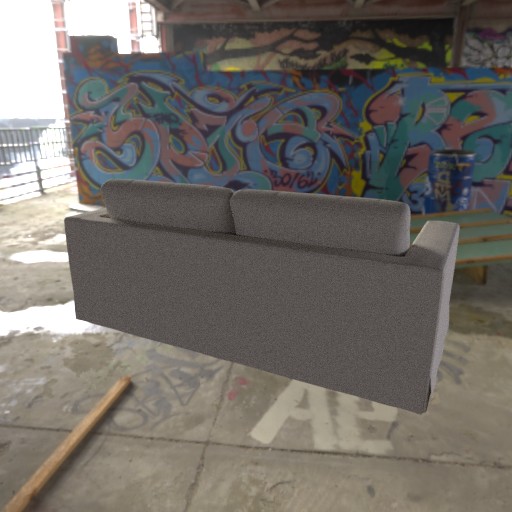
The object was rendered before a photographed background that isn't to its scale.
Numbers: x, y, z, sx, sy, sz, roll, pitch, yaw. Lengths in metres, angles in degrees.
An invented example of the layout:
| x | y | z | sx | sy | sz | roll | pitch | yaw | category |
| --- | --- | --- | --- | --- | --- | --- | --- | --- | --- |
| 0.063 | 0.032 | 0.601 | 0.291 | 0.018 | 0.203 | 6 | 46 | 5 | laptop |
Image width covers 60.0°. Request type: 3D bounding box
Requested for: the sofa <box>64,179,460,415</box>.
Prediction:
| x | y | z | sx | sy | sz | roll | pitch | yaw | category |
| --- | --- | --- | --- | --- | --- | --- | --- | --- | --- |
| 0.000 | 0.000 | 2.652 | 2.163 | 0.881 | 0.954 | 9 | 19 | 26 | sofa |
